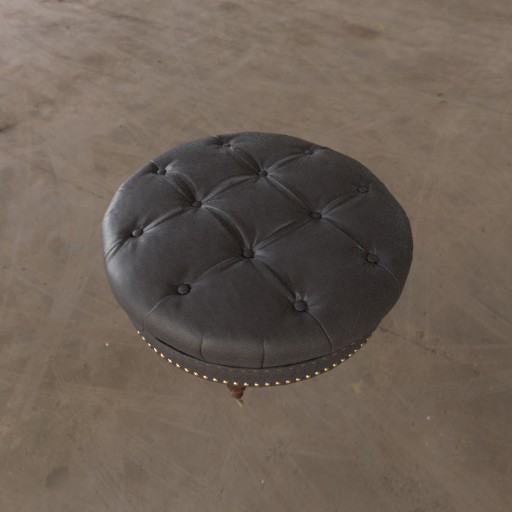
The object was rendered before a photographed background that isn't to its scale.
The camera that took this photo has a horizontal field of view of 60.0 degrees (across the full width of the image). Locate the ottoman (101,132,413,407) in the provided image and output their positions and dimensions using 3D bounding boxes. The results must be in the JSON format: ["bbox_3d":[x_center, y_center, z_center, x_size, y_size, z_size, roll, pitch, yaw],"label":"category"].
[{"bbox_3d":[0.000,0.000,1.401,0.901,0.439,0.901,0,47,0],"label":"ottoman"}]
